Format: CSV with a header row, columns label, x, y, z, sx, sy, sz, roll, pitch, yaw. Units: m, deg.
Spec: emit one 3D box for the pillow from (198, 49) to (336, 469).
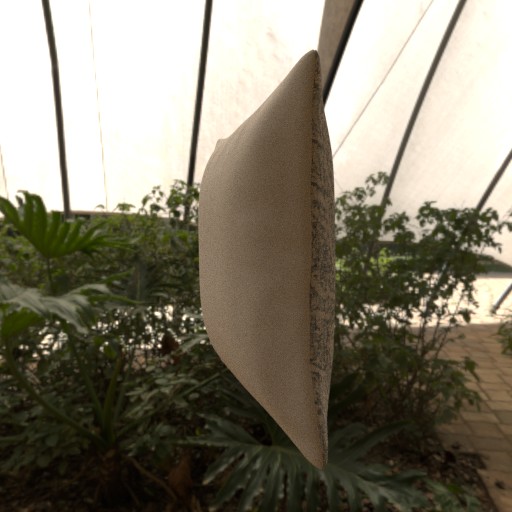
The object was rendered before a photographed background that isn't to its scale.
label,x,y,z,sx,sy,sz,roll,pitch,yaw
pillow,0.000,0.000,0.773,0.166,0.510,0.523,-1,2,-17
